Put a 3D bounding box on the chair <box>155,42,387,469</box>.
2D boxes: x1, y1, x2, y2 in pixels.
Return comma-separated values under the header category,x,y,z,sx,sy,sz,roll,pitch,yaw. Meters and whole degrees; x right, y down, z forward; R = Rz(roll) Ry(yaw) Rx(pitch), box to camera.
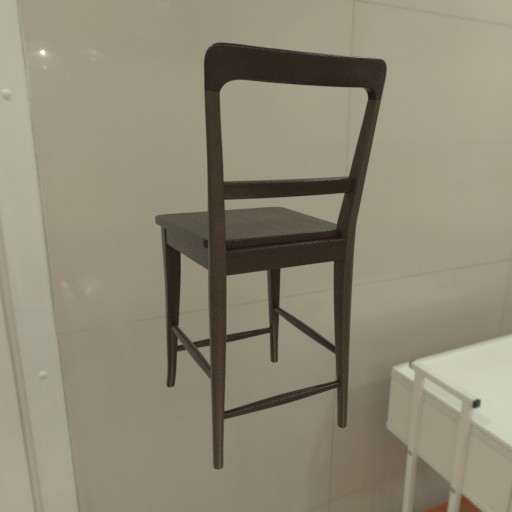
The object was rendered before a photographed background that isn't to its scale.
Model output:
category,x,y,z,sx,sy,sz,roll,pitch,yaw
chair,0.000,0.000,1.253,0.450,0.991,0.546,-7,16,-25
